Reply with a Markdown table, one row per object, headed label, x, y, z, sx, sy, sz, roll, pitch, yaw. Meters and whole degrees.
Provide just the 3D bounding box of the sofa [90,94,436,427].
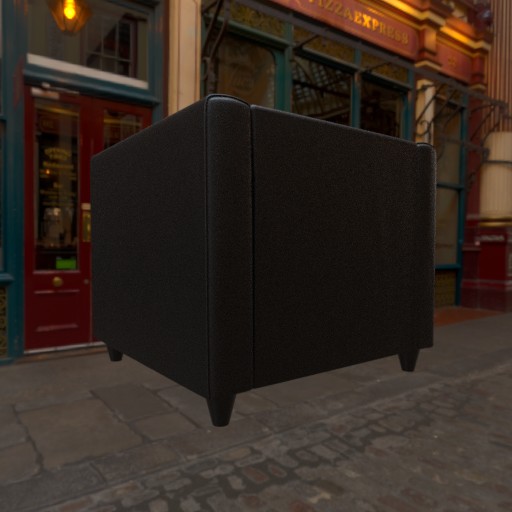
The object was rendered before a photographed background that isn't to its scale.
| label | x | y | z | sx | sy | sz | roll | pitch | yaw |
| --- | --- | --- | --- | --- | --- | --- | --- | --- | --- |
| sofa | 0.000 | 0.000 | 1.462 | 0.839 | 0.724 | 0.809 | -1 | 2 | -37 |
